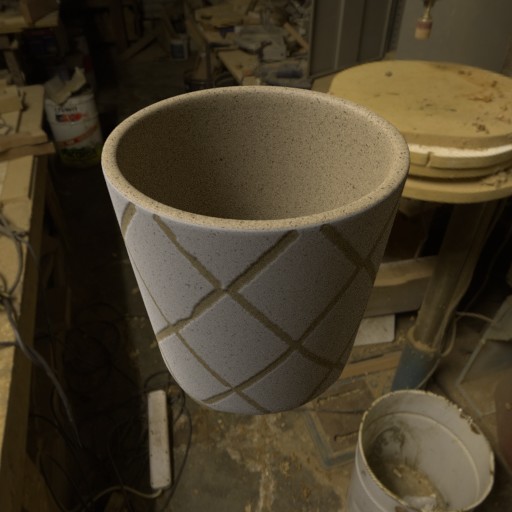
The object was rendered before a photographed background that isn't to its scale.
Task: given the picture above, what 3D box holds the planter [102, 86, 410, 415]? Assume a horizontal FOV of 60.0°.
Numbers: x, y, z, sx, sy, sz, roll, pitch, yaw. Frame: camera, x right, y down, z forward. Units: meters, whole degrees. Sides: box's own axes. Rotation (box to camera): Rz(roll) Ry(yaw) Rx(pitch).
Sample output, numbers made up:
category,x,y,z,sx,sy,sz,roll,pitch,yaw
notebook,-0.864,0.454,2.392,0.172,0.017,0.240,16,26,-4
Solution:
category,x,y,z,sx,sy,sz,roll,pitch,yaw
planter,0.000,0.000,0.412,0.228,0.235,0.228,0,41,0
